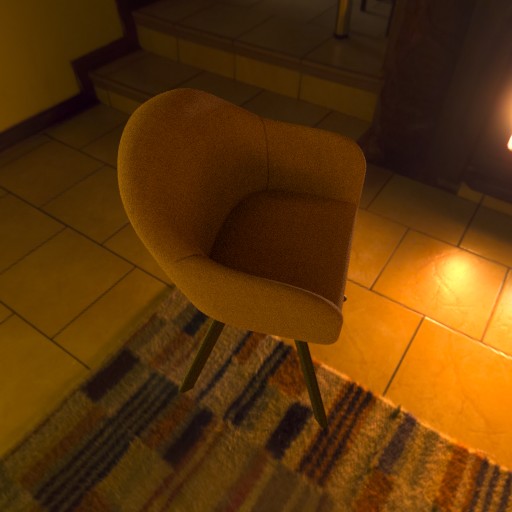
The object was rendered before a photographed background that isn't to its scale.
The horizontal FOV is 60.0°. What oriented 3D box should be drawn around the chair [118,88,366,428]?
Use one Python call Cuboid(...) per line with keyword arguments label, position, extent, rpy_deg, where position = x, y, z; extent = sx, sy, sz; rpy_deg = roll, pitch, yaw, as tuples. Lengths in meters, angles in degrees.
Cuboid(label="chair", position=(0.000, 0.000, 1.188), extent=(0.550, 0.795, 0.590), rpy_deg=(11, 48, 10))
